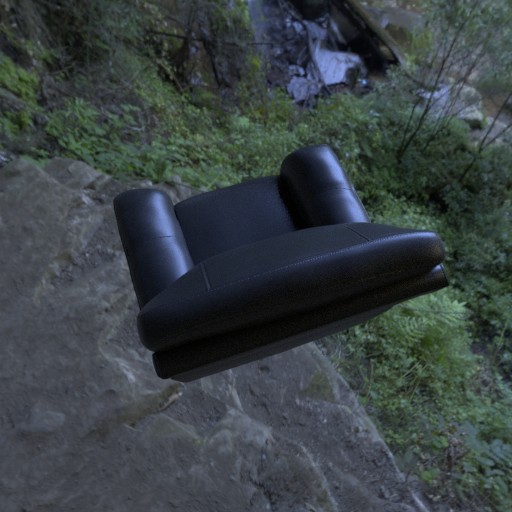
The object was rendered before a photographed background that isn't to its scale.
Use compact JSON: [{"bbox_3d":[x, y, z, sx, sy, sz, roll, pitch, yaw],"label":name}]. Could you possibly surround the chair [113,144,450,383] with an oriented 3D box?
[{"bbox_3d":[0.000,0.000,1.988,1.096,1.109,1.087,-16,60,-10],"label":"chair"}]
